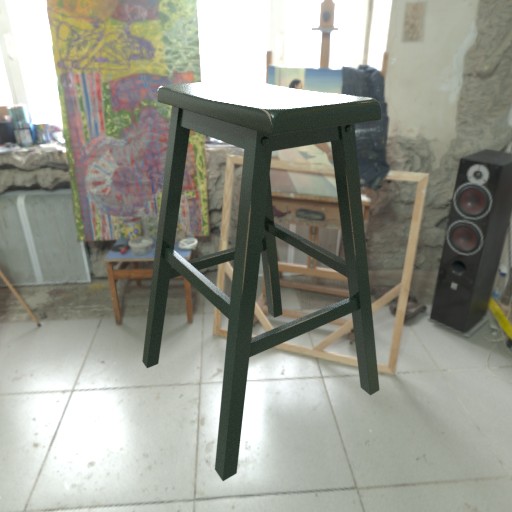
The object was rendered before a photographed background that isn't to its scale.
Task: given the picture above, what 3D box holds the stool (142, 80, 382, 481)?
[{"bbox_3d":[0.000,0.000,1.051,0.476,0.737,0.457,-17,31,-30],"label":"stool"}]
